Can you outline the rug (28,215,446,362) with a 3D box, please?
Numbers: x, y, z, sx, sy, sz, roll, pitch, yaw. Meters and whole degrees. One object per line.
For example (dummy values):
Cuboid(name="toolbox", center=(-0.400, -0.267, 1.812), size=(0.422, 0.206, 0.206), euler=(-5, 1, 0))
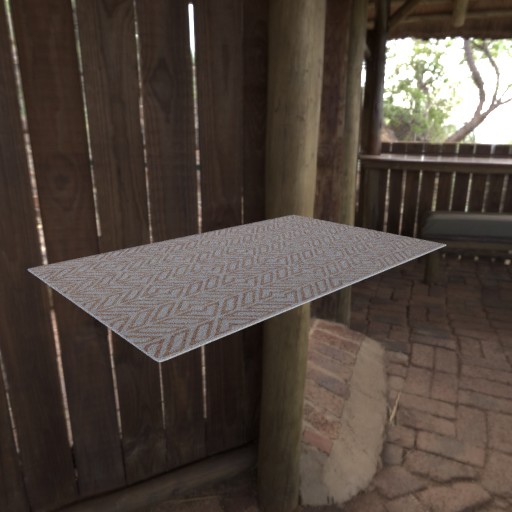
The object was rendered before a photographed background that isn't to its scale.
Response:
Cuboid(name="rug", center=(0.000, 0.000, 2.994), size=(2.438, 0.008, 1.523), euler=(-15, 23, -41))
